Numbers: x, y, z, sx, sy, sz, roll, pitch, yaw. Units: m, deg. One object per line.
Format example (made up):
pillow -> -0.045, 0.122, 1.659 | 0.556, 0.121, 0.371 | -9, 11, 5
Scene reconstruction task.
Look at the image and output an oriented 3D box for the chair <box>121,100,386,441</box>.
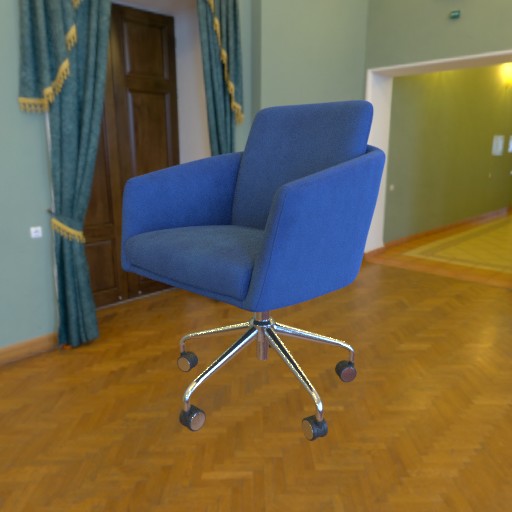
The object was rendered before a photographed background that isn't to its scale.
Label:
chair -> 0.000, 0.000, 1.336 | 0.641, 0.908, 0.635 | 13, 19, 42
